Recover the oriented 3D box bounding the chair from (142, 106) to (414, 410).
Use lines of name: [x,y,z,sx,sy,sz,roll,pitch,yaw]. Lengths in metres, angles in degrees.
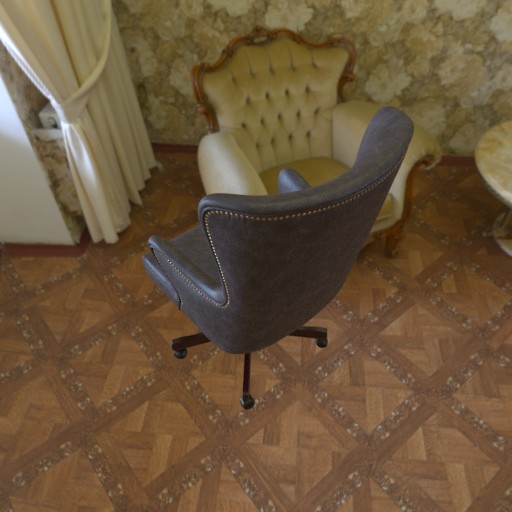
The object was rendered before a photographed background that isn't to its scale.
chair: [0.000,0.000,1.447,0.594,1.037,0.717,-32,54,-27]
